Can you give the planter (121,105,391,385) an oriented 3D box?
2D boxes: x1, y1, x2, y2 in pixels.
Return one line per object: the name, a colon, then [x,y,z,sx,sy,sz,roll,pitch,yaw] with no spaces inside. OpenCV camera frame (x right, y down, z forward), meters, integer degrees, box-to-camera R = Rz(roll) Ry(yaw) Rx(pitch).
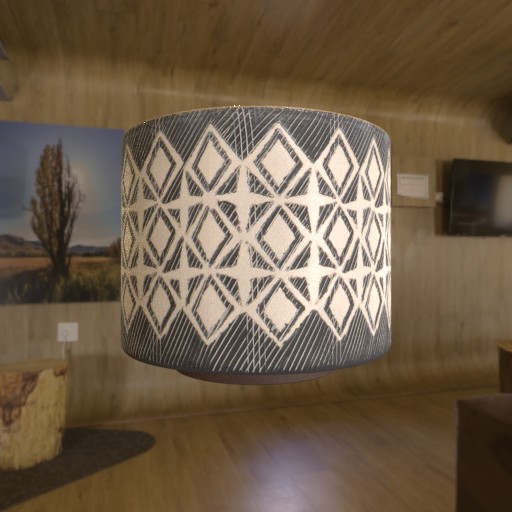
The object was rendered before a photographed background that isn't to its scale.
planter: [0.000,0.000,0.217,0.126,0.104,0.126,0,-1,0]
